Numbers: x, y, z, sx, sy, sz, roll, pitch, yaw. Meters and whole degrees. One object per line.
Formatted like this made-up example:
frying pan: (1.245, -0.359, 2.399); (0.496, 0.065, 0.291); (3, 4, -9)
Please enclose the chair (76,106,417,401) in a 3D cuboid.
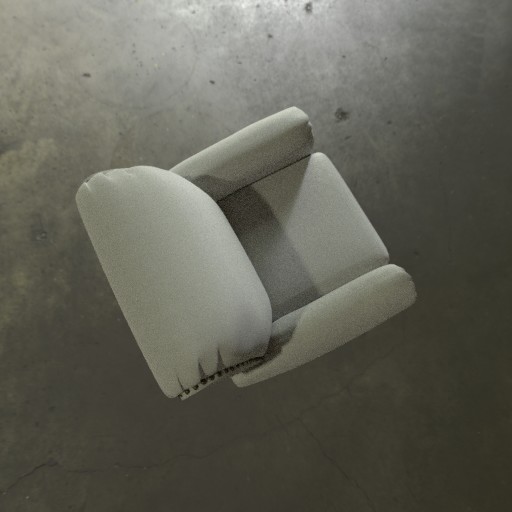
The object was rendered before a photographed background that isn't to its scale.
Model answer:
chair: (0.000, 0.000, 1.642); (0.890, 0.927, 0.854); (-27, 76, -7)
